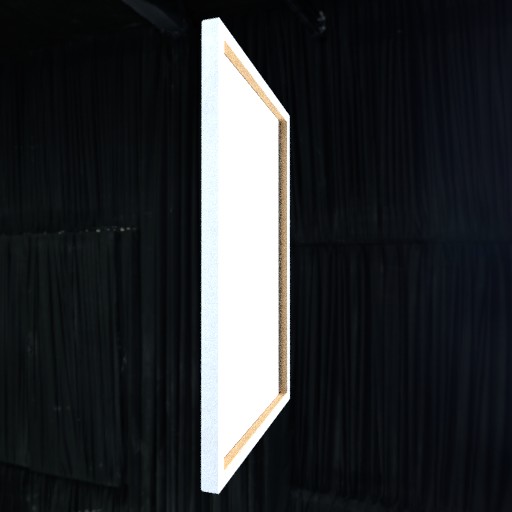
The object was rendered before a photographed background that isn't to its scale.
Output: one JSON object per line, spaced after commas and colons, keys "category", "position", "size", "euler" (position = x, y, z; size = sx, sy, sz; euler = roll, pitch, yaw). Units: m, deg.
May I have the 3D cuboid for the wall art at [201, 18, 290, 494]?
{"category": "wall art", "position": [0.000, 0.000, 1.145], "size": [0.038, 0.912, 0.607], "euler": [0, -1, 17]}
